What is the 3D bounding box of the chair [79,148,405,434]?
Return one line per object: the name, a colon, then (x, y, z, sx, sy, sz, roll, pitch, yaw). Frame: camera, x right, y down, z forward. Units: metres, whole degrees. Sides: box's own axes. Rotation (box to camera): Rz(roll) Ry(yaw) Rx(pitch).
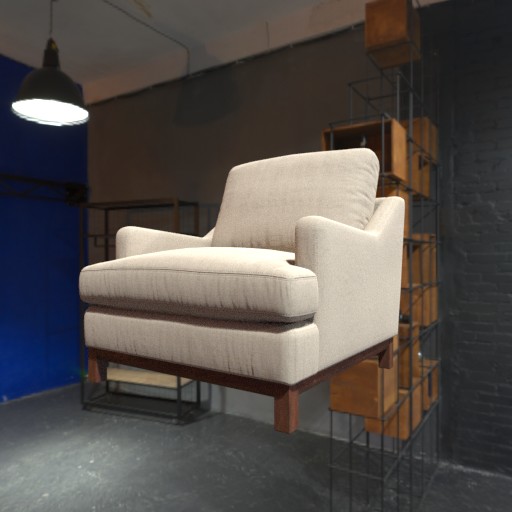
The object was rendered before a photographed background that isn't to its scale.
chair: (0.000, 0.000, 1.758, 0.912, 0.916, 1.001, 0, 0, 35)
